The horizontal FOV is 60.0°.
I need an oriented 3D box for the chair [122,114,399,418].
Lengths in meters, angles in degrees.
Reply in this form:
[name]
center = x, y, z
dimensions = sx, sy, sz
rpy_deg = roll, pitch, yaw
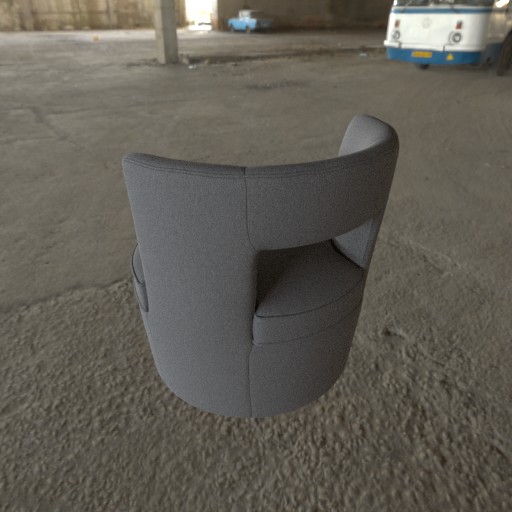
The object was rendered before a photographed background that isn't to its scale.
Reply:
[chair]
center = 0.000, 0.000, 1.248
dimensions = 0.689, 0.719, 0.660
rpy_deg = -18, 34, -29
